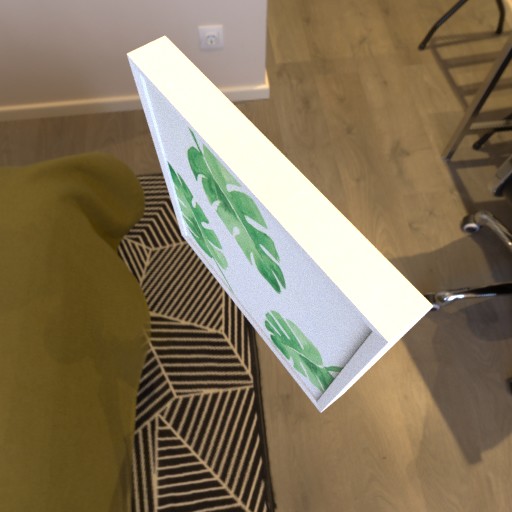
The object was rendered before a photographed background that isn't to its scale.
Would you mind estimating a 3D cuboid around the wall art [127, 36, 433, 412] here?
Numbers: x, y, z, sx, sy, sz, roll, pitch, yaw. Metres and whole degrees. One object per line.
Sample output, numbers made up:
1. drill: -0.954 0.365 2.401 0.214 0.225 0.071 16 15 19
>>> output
1. wall art: 0.000 0.000 0.452 0.038 0.305 0.305 -34 68 -16
